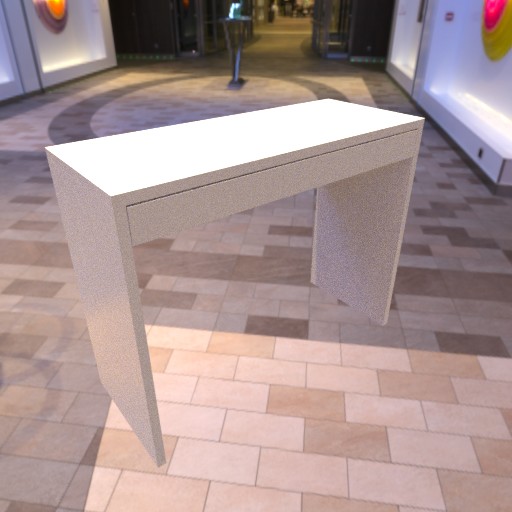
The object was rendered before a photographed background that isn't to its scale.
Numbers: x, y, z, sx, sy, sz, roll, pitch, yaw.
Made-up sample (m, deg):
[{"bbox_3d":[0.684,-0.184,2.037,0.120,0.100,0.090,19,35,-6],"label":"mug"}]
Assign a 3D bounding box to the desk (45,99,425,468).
[{"bbox_3d":[0.000,0.000,1.414,1.000,0.790,0.400,-22,36,-33],"label":"desk"}]
